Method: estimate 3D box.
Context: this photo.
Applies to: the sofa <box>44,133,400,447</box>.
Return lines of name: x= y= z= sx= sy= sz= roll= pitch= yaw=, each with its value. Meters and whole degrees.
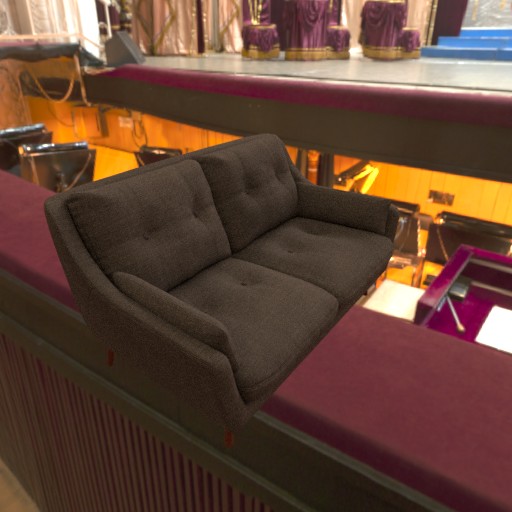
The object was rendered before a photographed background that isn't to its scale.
sofa: x=0.000 y=0.000 z=2.170 sx=0.976 sy=0.887 sz=1.646 roll=17 pitch=31 yaw=31
